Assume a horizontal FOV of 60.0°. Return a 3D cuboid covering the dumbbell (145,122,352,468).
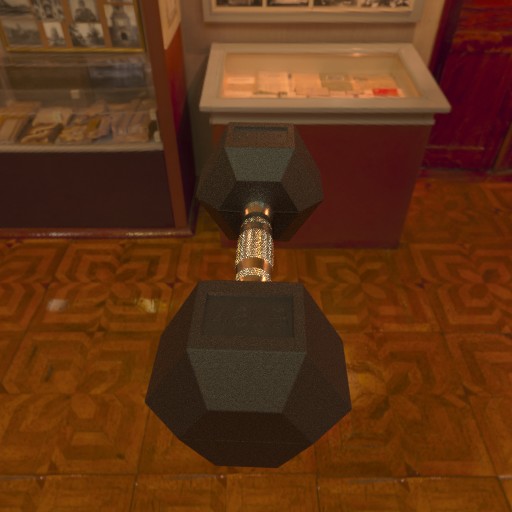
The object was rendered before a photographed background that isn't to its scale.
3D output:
[{"bbox_3d":[0.000,0.000,0.415,0.141,0.123,0.356,1,42,2],"label":"dumbbell"}]
